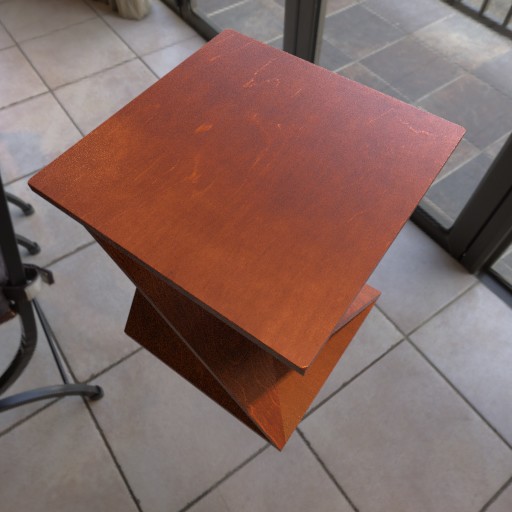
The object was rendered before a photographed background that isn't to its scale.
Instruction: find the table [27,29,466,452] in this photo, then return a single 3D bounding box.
[{"bbox_3d":[0.000,0.000,0.820,0.427,0.520,0.427,31,63,18],"label":"table"}]
